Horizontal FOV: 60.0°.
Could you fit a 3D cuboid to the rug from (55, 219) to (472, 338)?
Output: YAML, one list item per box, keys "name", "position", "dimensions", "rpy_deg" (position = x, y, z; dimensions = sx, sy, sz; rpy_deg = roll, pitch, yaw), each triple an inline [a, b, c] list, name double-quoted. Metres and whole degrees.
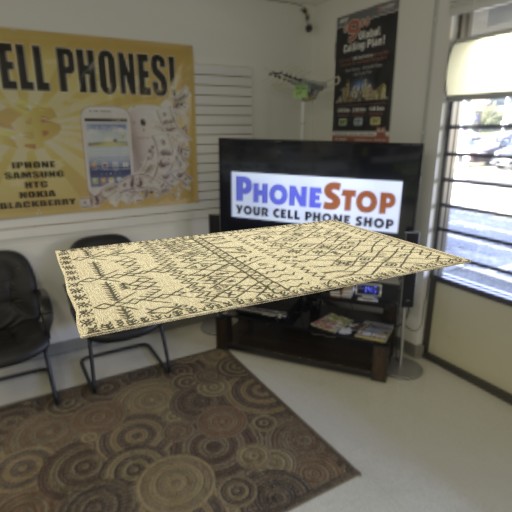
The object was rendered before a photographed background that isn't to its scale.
- name: "rug"
  position: [0.000, 0.000, 3.054]
  dimensions: [2.444, 0.012, 1.530]
  rpy_deg: [-8, 18, -26]
